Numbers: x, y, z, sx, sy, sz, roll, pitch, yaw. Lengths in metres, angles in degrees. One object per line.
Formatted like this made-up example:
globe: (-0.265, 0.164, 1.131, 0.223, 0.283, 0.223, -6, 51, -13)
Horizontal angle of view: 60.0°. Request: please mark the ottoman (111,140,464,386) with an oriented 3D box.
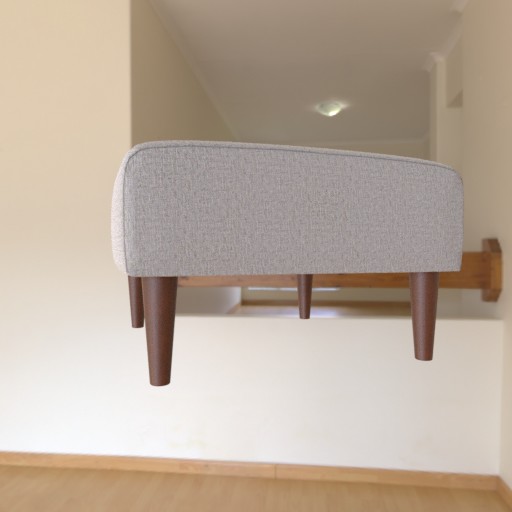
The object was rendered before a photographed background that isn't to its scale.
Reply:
ottoman: (0.000, 0.000, 1.044, 0.648, 0.399, 0.655, 0, 1, -18)
